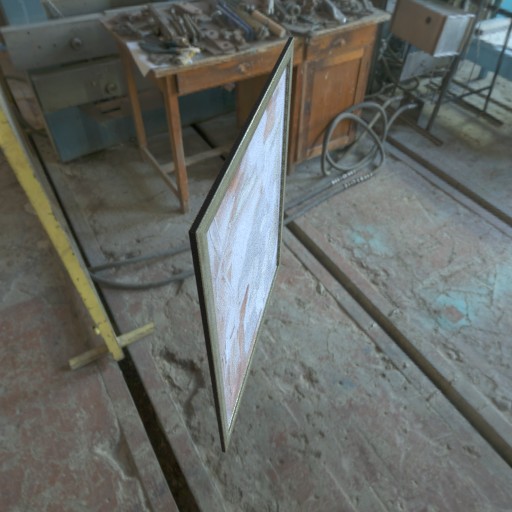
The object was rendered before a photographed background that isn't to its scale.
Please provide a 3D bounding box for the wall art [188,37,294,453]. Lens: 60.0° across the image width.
[{"bbox_3d":[0.000,0.000,0.774,0.009,0.559,0.483,10,47,10],"label":"wall art"}]
